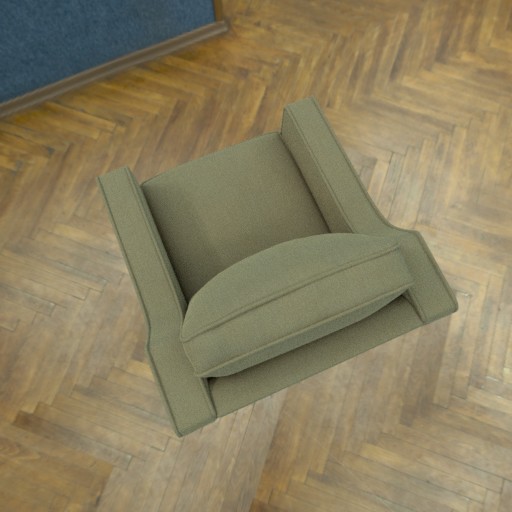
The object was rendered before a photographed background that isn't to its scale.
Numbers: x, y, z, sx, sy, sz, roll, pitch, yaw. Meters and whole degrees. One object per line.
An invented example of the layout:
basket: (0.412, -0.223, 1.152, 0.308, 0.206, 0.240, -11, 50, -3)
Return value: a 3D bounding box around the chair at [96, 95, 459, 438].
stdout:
chair: (0.000, 0.000, 1.605, 0.831, 0.960, 0.909, -23, 75, -6)
